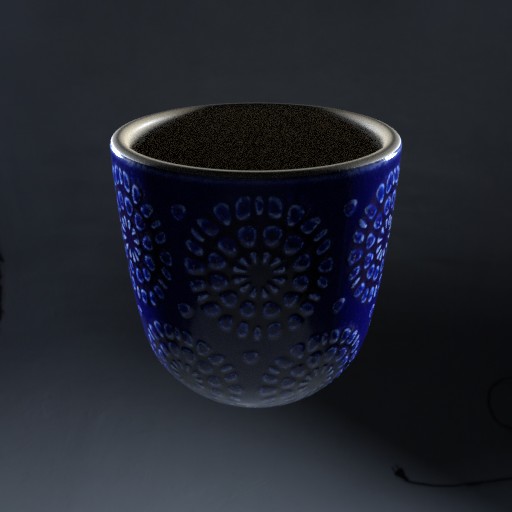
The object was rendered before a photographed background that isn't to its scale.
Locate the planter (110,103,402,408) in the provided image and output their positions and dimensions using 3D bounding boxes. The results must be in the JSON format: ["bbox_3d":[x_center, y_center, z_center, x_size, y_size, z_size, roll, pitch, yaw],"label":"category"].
[{"bbox_3d":[0.000,0.000,0.197,0.109,0.112,0.109,0,29,0],"label":"planter"}]
